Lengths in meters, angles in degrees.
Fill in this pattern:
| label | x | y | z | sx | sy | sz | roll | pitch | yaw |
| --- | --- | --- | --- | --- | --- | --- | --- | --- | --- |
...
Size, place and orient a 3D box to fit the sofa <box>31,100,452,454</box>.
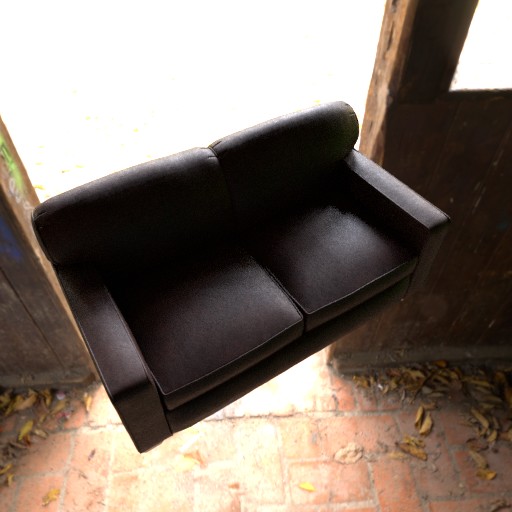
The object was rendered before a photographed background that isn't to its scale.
| label | x | y | z | sx | sy | sz | roll | pitch | yaw |
| --- | --- | --- | --- | --- | --- | --- | --- | --- | --- |
| sofa | 0.000 | 0.000 | 2.331 | 1.856 | 0.966 | 1.000 | -25 | 52 | -21 |
